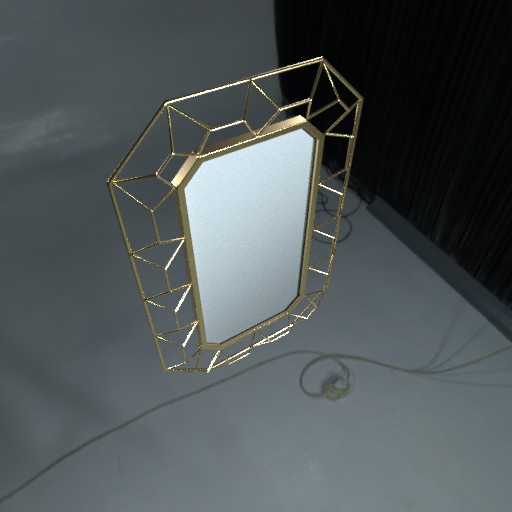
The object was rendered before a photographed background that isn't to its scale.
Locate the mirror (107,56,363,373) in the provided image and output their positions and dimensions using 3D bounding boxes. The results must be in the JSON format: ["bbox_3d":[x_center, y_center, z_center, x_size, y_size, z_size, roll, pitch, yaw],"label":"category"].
[{"bbox_3d":[0.000,0.000,1.076,0.572,0.870,0.051,-24,51,-21],"label":"mirror"}]
